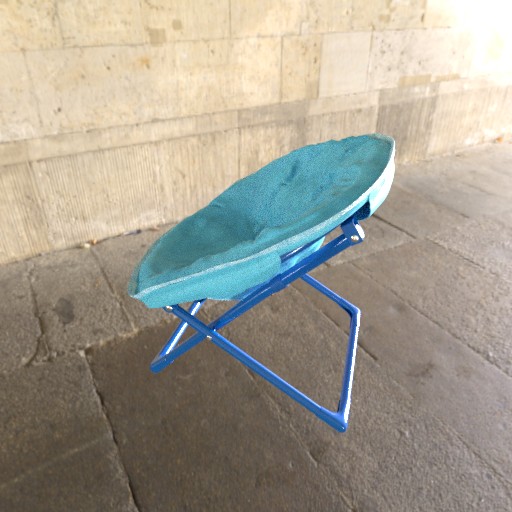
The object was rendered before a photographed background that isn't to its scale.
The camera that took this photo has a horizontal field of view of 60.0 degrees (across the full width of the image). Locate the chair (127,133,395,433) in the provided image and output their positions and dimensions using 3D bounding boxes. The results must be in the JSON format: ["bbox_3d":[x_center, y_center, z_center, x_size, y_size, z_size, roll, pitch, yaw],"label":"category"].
[{"bbox_3d":[0.000,0.000,0.874,0.465,0.478,0.520,8,32,13],"label":"chair"}]
